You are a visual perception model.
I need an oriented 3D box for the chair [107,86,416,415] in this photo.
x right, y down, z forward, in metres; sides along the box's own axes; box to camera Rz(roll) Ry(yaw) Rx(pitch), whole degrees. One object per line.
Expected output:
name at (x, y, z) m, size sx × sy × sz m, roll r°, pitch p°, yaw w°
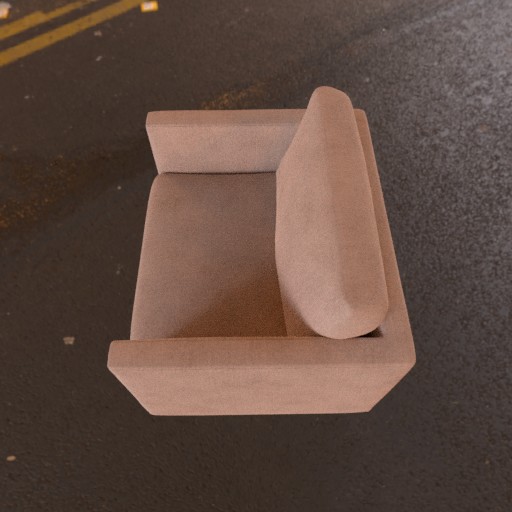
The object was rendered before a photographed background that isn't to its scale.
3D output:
chair at (0.000, 0.000, 1.817) m, size 0.959 × 0.961 × 1.133 m, roll -1°, pitch 59°, yaw 0°
